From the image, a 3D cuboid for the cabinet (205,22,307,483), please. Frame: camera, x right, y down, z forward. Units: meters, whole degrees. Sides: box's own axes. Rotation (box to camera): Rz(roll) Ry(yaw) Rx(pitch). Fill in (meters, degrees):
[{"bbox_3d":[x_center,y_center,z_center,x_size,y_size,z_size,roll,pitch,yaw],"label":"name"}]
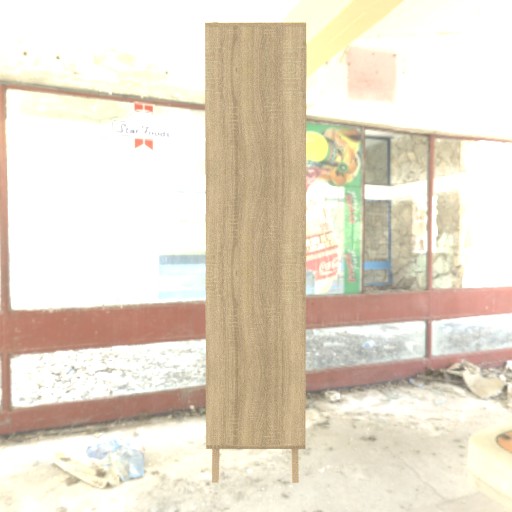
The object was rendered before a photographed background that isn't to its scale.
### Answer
[{"bbox_3d":[0.000,0.000,2.048,0.400,1.850,0.570,0,1,0],"label":"cabinet"}]
